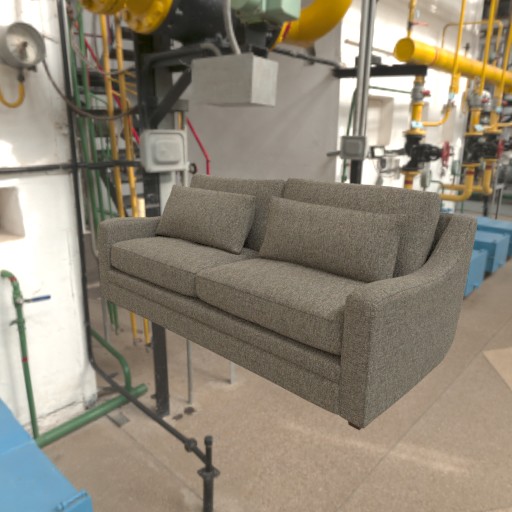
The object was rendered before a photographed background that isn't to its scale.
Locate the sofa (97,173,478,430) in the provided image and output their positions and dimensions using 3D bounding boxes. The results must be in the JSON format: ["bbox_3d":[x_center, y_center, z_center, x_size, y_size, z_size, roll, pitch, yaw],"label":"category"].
[{"bbox_3d":[0.000,0.000,2.979,2.418,0.998,1.103,15,21,41],"label":"sofa"}]
